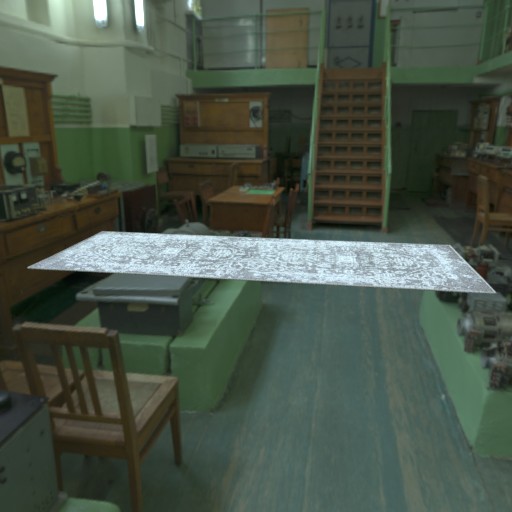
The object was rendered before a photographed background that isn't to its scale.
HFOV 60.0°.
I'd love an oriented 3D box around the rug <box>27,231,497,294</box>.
[{"bbox_3d":[0.000,0.000,2.687,2.452,0.017,0.855,3,17,8],"label":"rug"}]
